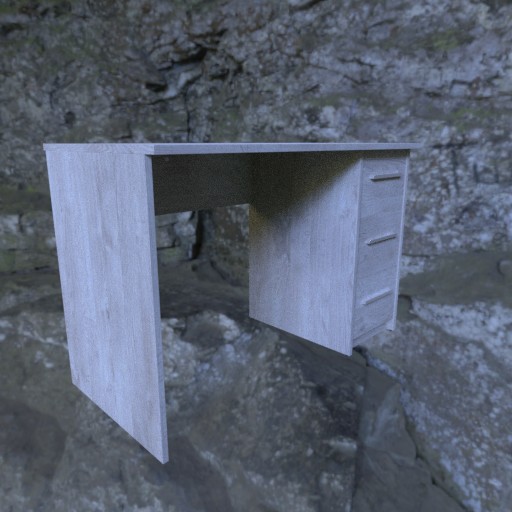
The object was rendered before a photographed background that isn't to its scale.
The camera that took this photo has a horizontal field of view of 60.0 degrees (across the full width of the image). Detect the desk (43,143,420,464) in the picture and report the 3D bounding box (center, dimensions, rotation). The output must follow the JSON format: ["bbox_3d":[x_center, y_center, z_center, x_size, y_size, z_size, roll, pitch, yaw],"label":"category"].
[{"bbox_3d":[0.000,0.000,1.493,1.097,0.735,0.560,-14,20,-43],"label":"desk"}]
